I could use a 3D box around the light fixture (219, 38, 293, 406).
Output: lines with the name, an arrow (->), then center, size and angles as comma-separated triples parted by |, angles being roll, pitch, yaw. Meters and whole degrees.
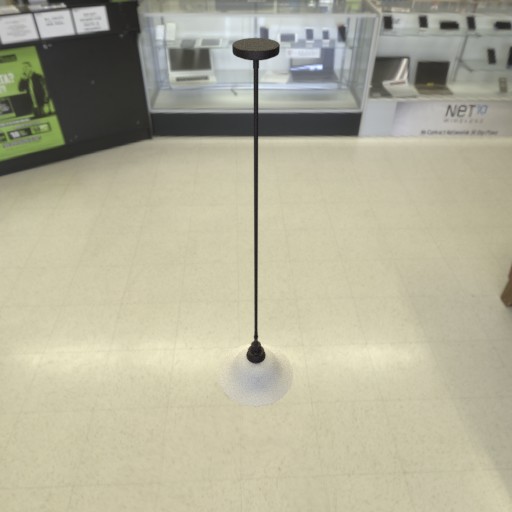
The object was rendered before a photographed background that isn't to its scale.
light fixture -> 0.000, 0.000, 1.500 | 0.324, 1.337, 0.324 | 0, 40, 0
